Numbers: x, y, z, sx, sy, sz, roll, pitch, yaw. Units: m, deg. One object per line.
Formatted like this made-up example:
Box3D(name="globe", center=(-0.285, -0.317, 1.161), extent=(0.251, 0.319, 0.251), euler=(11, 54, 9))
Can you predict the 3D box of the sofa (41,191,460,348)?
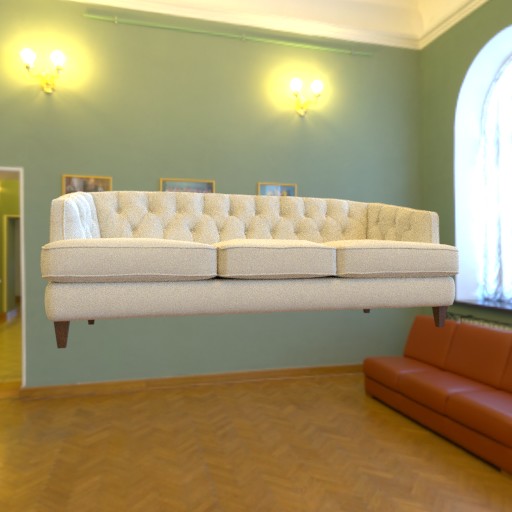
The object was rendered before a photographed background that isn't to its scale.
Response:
Box3D(name="sofa", center=(0.000, 0.000, 2.713), extent=(2.278, 0.855, 0.941), euler=(0, 0, -17))
